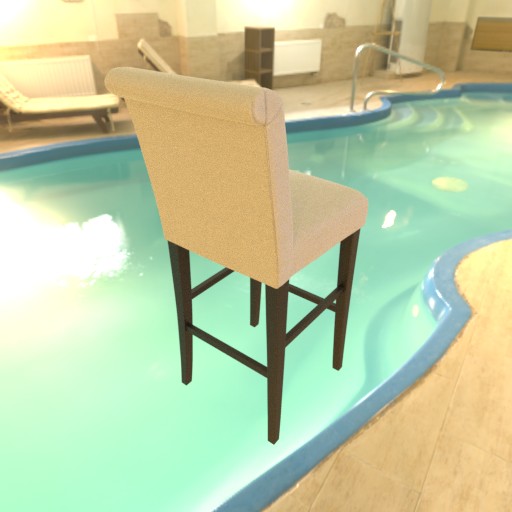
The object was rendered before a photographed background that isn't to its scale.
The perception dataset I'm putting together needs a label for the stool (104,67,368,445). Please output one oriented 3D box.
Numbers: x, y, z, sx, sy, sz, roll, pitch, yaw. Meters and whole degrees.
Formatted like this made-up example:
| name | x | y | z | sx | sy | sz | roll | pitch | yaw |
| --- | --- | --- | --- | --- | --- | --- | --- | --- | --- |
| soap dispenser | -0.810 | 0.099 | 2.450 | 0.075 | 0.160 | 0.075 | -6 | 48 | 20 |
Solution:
| name | x | y | z | sx | sy | sz | roll | pitch | yaw |
| --- | --- | --- | --- | --- | --- | --- | --- | --- | --- |
| stool | 0.000 | 0.000 | 1.394 | 0.452 | 1.124 | 0.597 | 22 | 38 | 32 |
